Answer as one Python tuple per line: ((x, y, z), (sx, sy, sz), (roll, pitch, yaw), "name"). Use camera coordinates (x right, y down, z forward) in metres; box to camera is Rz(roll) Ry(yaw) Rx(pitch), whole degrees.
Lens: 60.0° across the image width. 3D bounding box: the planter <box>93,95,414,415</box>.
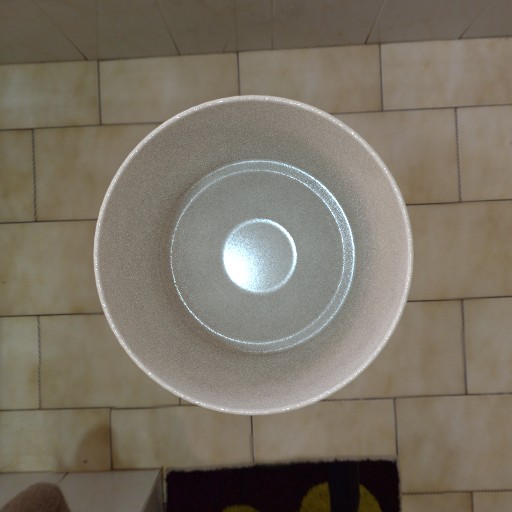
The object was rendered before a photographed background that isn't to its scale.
((0.000, 0.000, 0.352), (0.190, 0.181, 0.190), (0, 90, 1), "planter")
